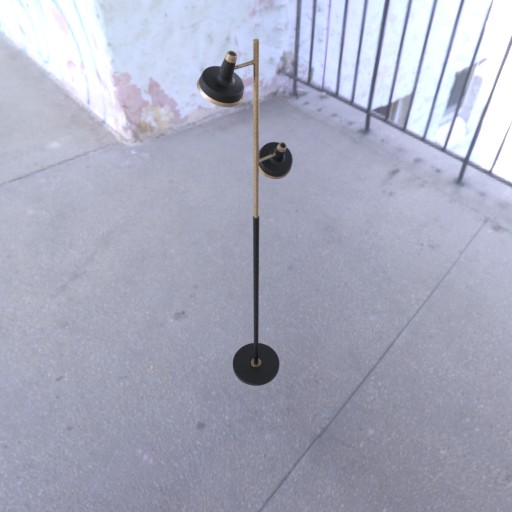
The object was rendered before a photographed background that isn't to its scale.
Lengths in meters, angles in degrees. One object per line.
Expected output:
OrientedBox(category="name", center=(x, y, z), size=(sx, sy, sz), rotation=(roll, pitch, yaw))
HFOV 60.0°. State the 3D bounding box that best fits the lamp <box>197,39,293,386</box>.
OrientedBox(category="lamp", center=(0.000, 0.000, 1.804), size=(0.351, 1.674, 0.253), rotation=(-28, 52, -25))
